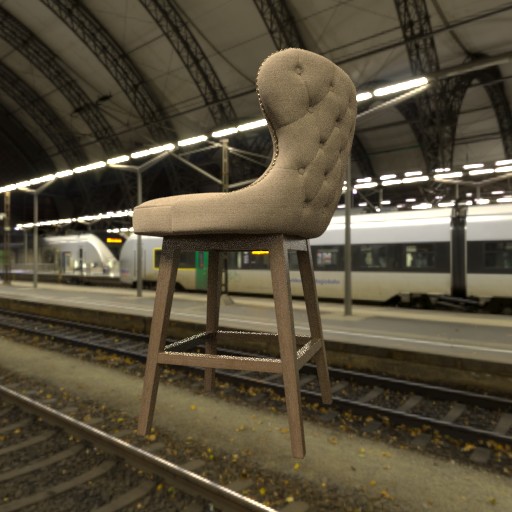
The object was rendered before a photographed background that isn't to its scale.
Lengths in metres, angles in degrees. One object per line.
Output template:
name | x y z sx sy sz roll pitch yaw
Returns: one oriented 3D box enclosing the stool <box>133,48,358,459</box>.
stool | 0.000 0.000 1.333 0.597 0.972 0.615 0 -1 19
